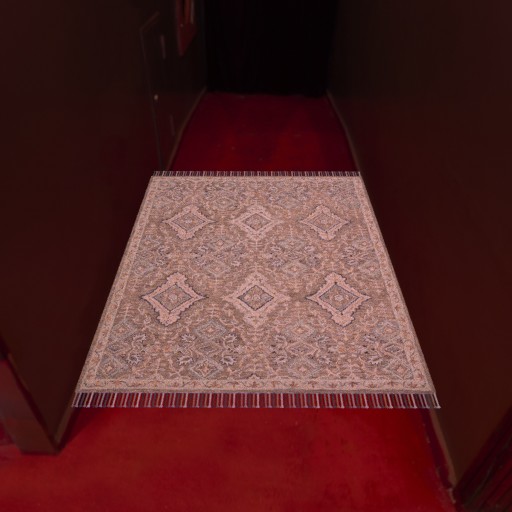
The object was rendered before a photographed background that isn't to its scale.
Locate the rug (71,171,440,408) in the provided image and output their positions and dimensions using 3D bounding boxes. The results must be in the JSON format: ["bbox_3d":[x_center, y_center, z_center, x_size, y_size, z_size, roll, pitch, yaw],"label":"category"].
[{"bbox_3d":[0.000,0.000,4.065,2.437,0.010,3.056,0,41,0],"label":"rug"}]
